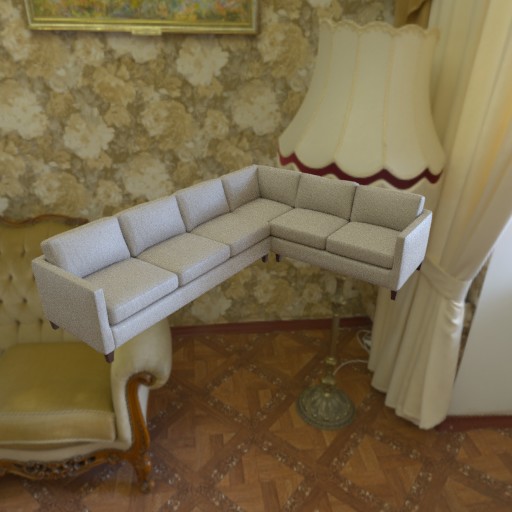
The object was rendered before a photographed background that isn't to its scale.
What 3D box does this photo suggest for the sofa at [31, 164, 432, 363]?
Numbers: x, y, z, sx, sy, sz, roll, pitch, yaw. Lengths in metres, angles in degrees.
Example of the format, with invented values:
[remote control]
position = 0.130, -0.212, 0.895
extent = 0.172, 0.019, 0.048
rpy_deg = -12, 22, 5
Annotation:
[sofa]
position = 0.000, 0.000, 4.483
extent = 2.522, 0.934, 3.333
rpy_deg = 18, 32, 32
